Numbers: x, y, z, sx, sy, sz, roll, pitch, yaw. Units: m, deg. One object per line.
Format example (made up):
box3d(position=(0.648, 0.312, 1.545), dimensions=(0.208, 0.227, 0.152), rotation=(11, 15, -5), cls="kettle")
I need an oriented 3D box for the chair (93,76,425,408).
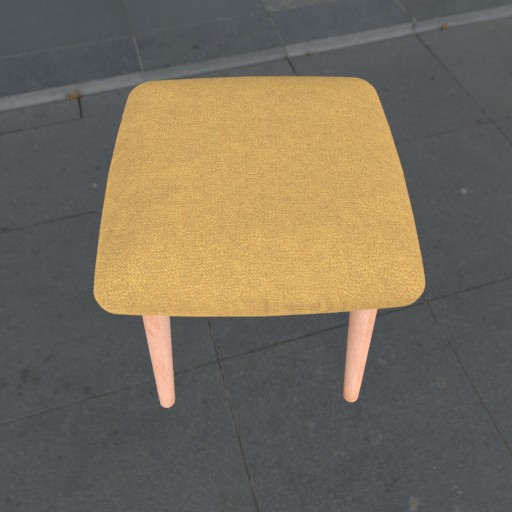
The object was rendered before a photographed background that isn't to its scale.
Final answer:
box3d(position=(0.000, 0.000, 0.674), dimensions=(0.350, 0.440, 0.350), rotation=(-1, 58, -1), cls="chair")
